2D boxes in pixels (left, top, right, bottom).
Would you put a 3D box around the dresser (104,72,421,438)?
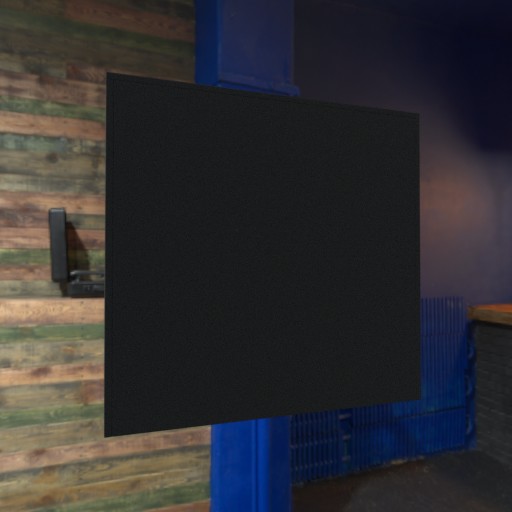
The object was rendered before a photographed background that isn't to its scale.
[{"bbox_3d":[0.000,0.000,1.162,0.750,0.720,0.360,0,-1,-19],"label":"dresser"}]
